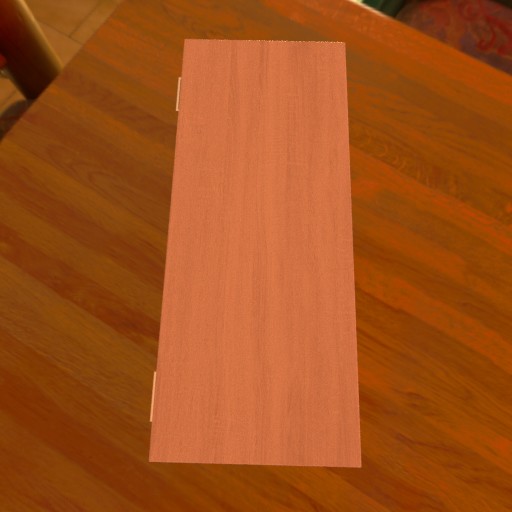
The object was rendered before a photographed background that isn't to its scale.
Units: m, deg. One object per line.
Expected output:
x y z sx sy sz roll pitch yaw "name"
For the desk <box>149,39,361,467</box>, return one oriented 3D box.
0.000 0.000 1.741 0.600 0.740 1.390 1 74 0 "desk"
